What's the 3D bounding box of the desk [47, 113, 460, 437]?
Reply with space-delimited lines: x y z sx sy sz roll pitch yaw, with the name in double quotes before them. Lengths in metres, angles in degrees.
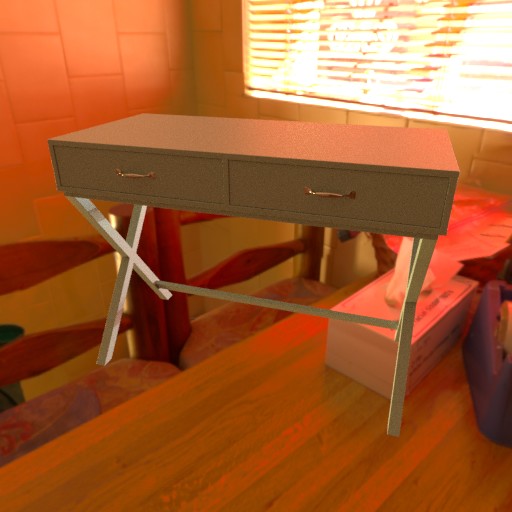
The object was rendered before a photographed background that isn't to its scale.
"desk" 0.000 0.000 1.454 1.057 0.780 0.525 8 27 16
